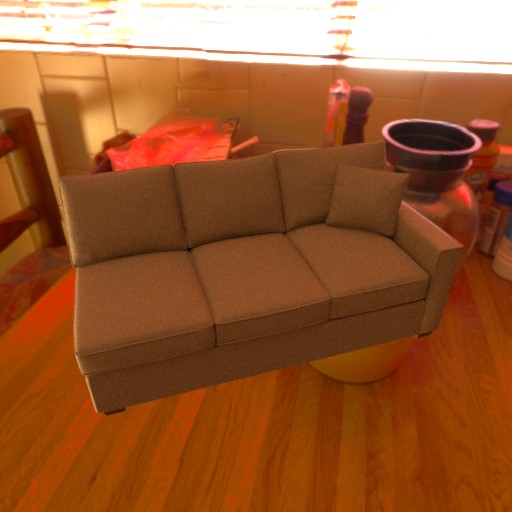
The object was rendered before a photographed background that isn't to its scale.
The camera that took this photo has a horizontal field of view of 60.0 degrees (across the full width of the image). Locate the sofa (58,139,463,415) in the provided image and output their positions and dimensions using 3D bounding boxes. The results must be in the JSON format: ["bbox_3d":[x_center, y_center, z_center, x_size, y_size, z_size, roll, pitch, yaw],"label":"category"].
[{"bbox_3d":[0.000,0.000,2.519,1.963,0.946,1.034,-10,34,-15],"label":"sofa"}]
